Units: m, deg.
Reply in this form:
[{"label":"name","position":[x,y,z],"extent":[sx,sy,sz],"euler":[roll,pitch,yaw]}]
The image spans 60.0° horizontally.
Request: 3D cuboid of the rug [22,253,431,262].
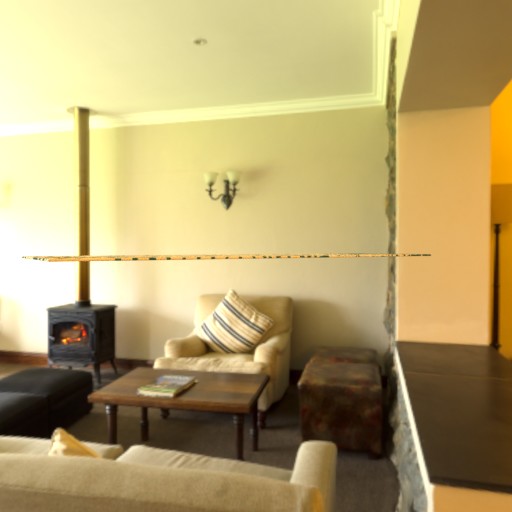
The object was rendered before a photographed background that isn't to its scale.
[{"label":"rug","position":[0.000,0.000,2.681],"extent":[2.435,0.011,0.750],"euler":[-1,1,-35]}]
